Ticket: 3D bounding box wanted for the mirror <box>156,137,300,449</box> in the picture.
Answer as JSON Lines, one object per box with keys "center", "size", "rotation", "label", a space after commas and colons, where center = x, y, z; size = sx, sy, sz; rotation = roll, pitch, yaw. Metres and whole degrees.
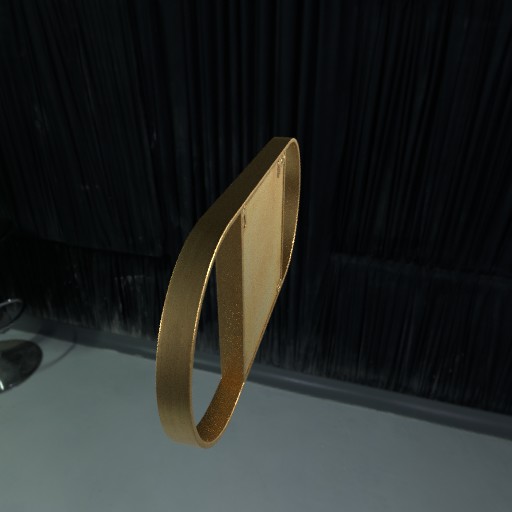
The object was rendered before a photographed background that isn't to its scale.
{"center": [0.000, 0.000, 0.636], "size": [0.032, 0.254, 0.584], "rotation": [7, 29, 12], "label": "mirror"}
